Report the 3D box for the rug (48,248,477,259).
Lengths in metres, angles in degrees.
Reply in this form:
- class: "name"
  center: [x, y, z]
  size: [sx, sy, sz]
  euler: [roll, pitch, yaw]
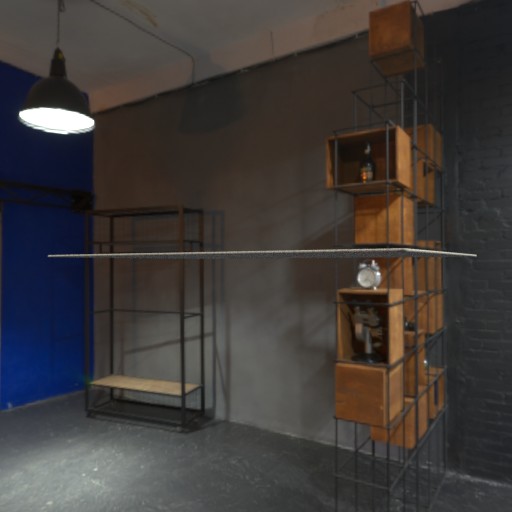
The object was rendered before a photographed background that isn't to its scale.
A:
- class: "rug"
  center: [0.000, 0.000, 2.971]
  size: [2.444, 0.012, 1.526]
  euler: [-1, -1, 35]
